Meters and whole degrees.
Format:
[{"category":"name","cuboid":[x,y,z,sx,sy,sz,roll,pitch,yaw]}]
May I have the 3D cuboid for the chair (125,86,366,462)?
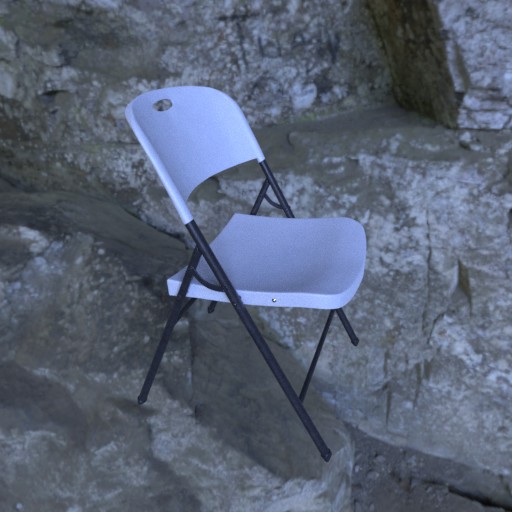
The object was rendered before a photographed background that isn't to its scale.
[{"category":"chair","cuboid":[0.000,0.000,1.186,0.566,0.810,0.494,10,30,17]}]
